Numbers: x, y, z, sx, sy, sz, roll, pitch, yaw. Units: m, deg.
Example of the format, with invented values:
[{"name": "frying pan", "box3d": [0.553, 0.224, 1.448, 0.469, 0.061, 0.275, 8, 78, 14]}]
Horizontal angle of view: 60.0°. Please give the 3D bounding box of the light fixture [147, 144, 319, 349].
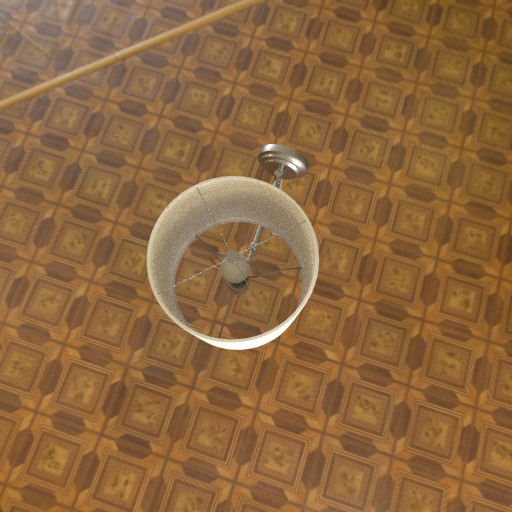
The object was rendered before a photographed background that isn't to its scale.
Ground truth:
[{"name": "light fixture", "box3d": [0.000, 0.000, 1.083, 0.253, 0.842, 0.479, 17, 76, 4]}]
